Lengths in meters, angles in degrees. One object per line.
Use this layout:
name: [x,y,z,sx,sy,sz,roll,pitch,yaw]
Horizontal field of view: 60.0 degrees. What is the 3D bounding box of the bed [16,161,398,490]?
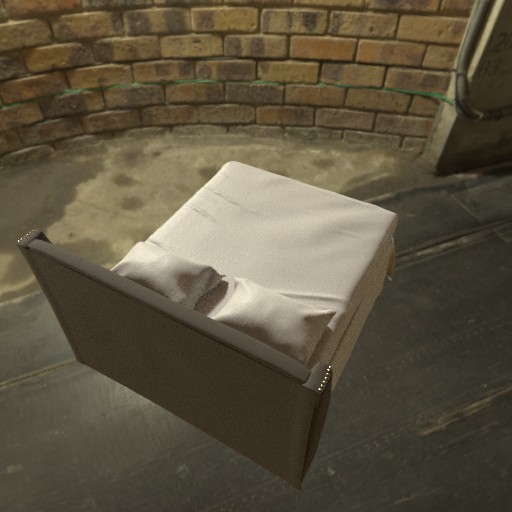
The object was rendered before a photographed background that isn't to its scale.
bed: [0.000,0.000,3.345,1.925,1.332,2.276,22,50,20]
